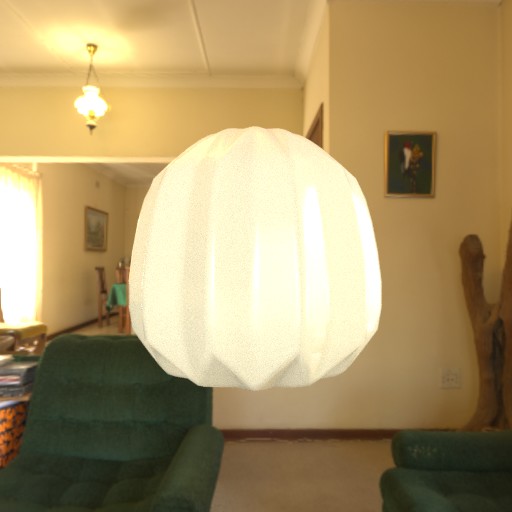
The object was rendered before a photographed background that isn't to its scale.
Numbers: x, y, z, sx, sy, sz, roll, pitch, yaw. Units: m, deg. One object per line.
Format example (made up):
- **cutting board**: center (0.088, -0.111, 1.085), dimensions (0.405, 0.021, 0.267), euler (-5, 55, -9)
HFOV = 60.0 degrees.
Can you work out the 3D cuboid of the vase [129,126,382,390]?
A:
- **vase**: center (0.000, 0.000, 0.252), dimensions (0.139, 0.134, 0.139), euler (0, -1, 0)
